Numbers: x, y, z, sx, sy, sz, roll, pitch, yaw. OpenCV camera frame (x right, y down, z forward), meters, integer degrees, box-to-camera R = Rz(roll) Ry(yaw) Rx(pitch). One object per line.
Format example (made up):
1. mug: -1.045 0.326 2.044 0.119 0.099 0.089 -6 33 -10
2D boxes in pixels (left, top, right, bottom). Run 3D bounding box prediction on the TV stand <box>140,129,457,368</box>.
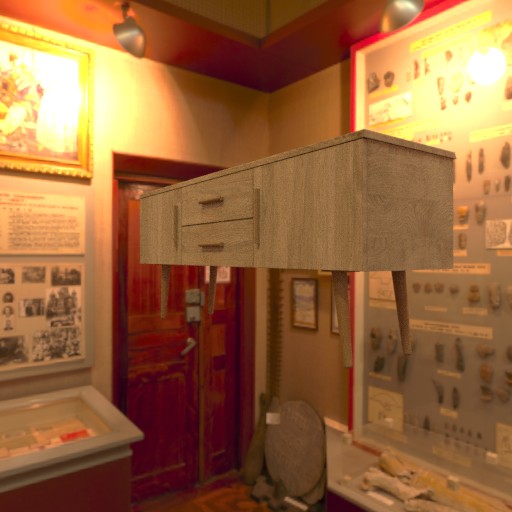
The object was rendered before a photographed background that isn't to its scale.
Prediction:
1. TV stand: 0.000 0.000 1.622 0.401 0.565 1.313 0 0 -36
